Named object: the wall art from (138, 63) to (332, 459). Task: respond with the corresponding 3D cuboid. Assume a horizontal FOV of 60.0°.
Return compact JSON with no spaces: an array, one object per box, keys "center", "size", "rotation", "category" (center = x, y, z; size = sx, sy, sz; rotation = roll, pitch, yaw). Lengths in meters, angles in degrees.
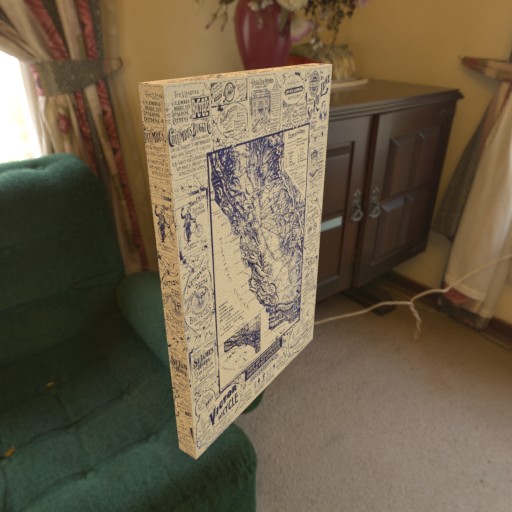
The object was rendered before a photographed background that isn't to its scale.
[{"center":[0.000,0.000,0.779],"size":[0.040,0.601,0.408],"rotation":[18,32,31],"category":"wall art"}]
